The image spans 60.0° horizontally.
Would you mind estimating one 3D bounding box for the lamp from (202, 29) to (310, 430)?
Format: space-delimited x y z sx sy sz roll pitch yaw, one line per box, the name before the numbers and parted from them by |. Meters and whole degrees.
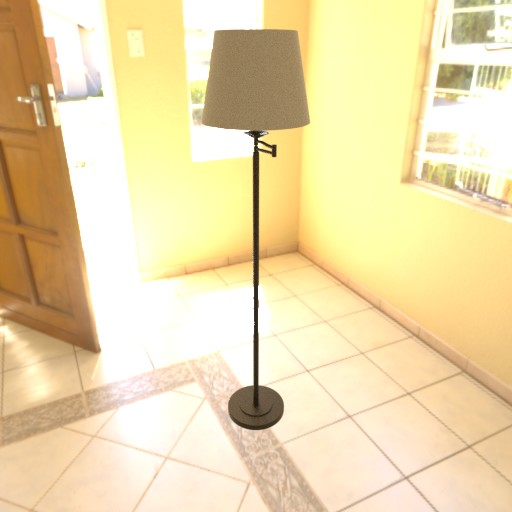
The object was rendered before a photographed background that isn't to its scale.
lamp | 0.000 0.000 1.625 0.348 1.473 0.348 -17 30 -32
